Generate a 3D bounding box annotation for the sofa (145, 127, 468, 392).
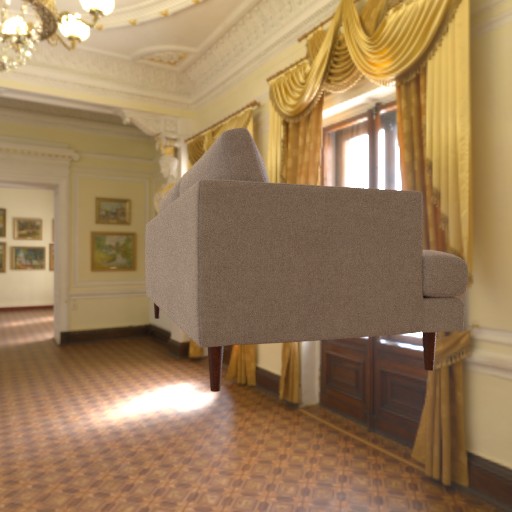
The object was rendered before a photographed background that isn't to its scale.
[{"bbox_3d":[0.000,0.000,2.396,1.020,0.868,1.948,0,0,-19],"label":"sofa"}]
